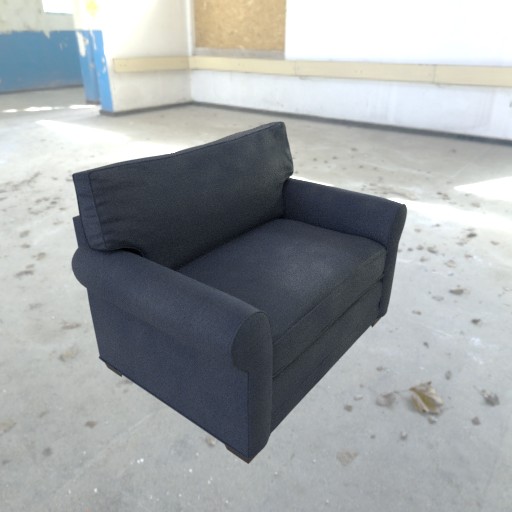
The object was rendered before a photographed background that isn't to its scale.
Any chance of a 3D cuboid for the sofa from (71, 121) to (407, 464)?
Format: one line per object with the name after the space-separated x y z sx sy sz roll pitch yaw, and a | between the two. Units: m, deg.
0.000 0.000 2.092 0.938 1.004 1.405 19 33 33 | sofa
